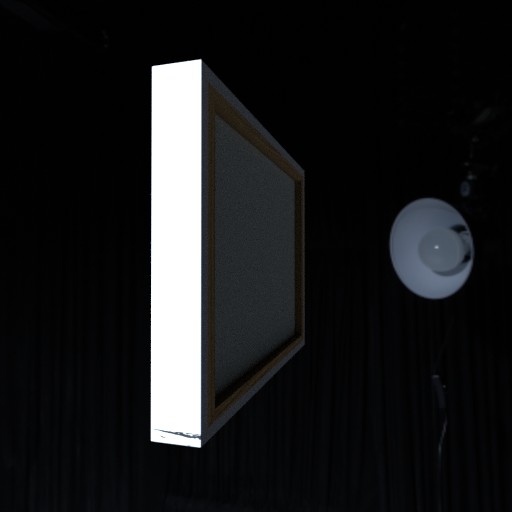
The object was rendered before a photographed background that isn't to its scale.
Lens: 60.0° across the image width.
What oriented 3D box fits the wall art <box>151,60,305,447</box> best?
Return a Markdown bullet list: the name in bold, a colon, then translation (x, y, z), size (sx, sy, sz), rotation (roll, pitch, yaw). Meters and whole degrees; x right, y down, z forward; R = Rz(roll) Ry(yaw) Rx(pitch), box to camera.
- **wall art**: translation (0.000, 0.000, 0.483), size (0.038, 0.259, 0.381), rotation (0, -1, 17)
